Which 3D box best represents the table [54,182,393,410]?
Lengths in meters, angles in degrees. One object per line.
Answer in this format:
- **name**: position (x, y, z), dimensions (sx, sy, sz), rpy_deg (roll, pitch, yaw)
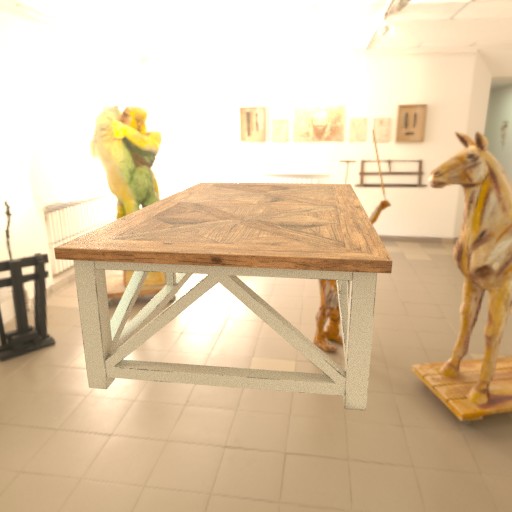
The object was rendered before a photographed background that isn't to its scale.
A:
- **table**: position (0.000, 0.000, 1.748), dimensions (0.800, 0.410, 1.400), rpy_deg (2, 16, 8)
